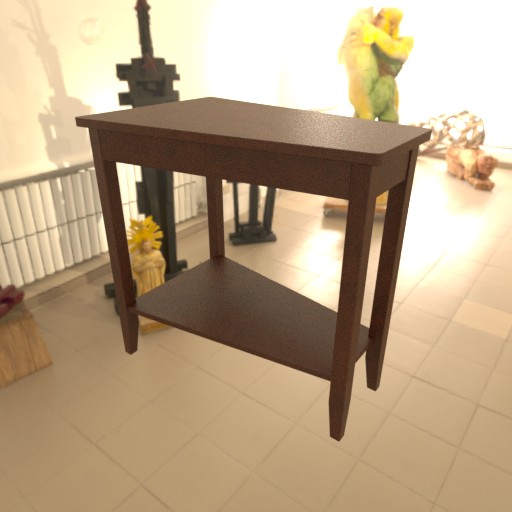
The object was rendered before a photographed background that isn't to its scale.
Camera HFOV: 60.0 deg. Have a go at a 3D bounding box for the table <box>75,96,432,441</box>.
[{"bbox_3d":[0.000,0.000,0.986,0.605,0.589,0.399,19,32,33],"label":"table"}]
